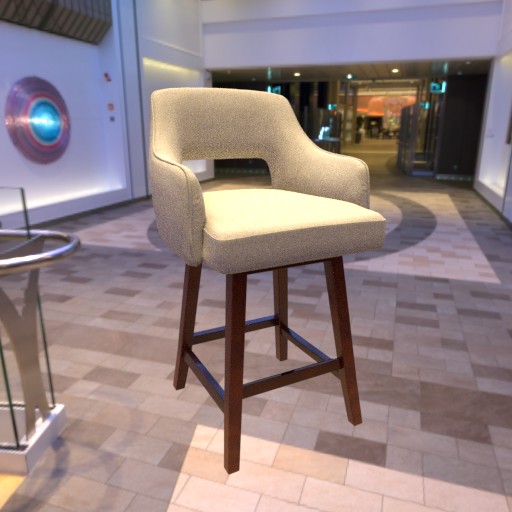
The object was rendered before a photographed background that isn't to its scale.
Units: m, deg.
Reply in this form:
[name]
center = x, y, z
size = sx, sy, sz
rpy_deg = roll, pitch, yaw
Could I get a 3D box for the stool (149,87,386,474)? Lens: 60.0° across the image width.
[stool]
center = 0.000, 0.000, 1.268
size = 0.550, 0.936, 0.560
rpy_deg = -8, 18, -27
